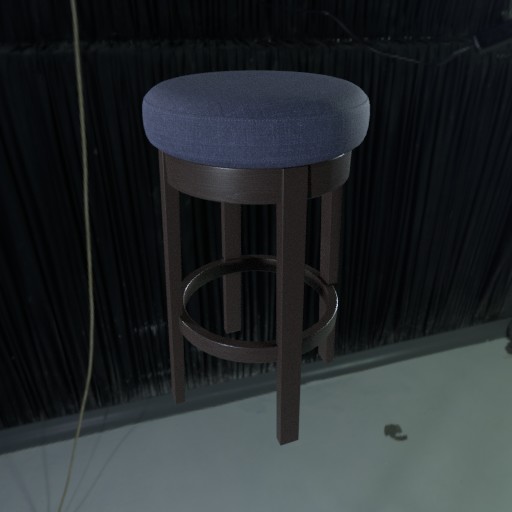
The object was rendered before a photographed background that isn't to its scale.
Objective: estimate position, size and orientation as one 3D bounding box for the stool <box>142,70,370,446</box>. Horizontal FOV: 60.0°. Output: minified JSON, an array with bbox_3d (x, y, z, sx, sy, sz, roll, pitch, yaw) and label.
[{"bbox_3d":[0.000,0.000,1.014,0.446,0.758,0.446,0,29,0],"label":"stool"}]
